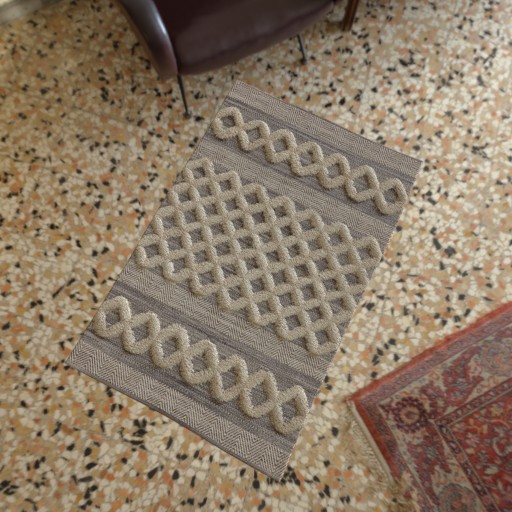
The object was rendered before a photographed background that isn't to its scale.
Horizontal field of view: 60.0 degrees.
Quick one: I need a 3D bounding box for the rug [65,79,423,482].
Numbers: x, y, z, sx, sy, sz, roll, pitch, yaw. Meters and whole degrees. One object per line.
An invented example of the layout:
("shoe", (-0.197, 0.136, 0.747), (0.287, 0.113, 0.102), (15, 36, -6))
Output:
("rug", (0.000, 0.000, 2.959), (1.513, 0.033, 2.333), (26, 76, 7))
